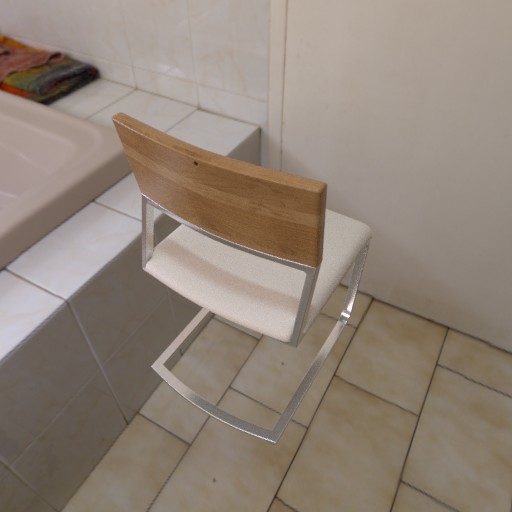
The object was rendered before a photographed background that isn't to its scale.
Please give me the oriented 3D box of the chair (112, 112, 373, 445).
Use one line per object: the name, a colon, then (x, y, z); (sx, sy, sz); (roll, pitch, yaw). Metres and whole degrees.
chair: (0.000, 0.000, 1.200); (0.467, 0.844, 0.585); (24, 50, 22)
